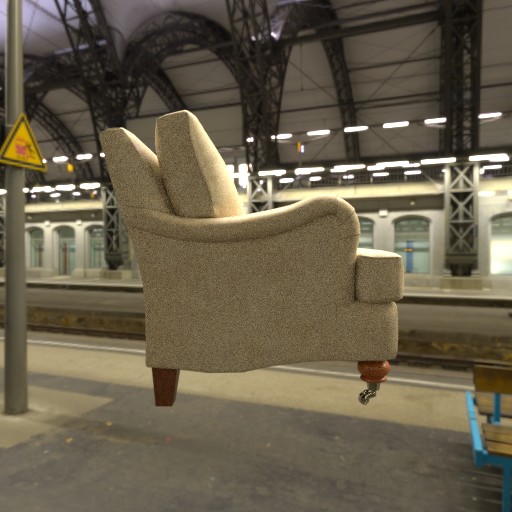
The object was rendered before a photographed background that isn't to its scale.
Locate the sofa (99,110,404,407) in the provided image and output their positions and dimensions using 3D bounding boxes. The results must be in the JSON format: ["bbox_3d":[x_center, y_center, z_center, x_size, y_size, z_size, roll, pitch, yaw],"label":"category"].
[{"bbox_3d":[0.000,0.000,2.253,1.086,1.087,1.498,0,0,1],"label":"sofa"}]
